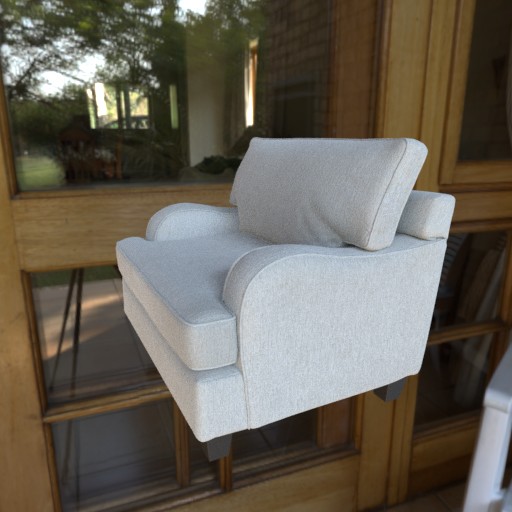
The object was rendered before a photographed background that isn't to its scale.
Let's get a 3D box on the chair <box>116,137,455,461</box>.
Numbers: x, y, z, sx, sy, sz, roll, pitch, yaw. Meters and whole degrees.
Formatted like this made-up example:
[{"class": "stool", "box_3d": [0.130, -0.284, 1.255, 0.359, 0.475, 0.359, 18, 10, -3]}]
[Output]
[{"class": "chair", "box_3d": [0.000, 0.000, 1.964, 1.041, 1.016, 1.220, -7, 17, -26]}]
